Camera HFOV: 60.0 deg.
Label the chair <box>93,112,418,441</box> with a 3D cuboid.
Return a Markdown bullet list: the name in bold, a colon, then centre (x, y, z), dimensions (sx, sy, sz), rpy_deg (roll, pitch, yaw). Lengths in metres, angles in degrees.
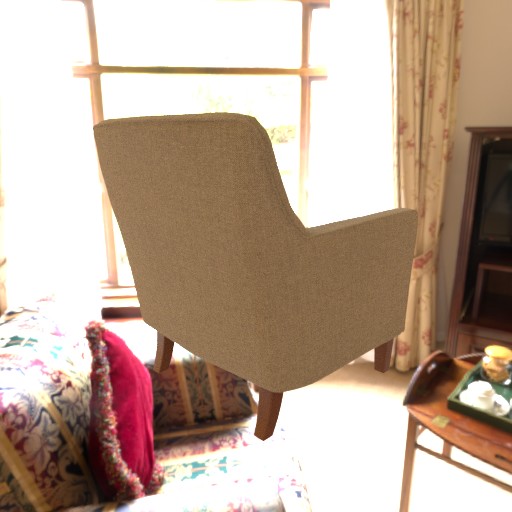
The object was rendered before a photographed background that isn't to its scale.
- **chair**: centre (0.000, 0.000, 1.782), dimensions (0.993, 1.047, 0.887), rpy_deg (-14, 20, -43)
